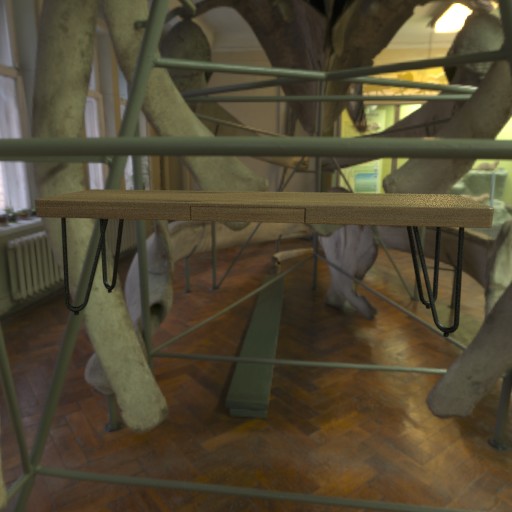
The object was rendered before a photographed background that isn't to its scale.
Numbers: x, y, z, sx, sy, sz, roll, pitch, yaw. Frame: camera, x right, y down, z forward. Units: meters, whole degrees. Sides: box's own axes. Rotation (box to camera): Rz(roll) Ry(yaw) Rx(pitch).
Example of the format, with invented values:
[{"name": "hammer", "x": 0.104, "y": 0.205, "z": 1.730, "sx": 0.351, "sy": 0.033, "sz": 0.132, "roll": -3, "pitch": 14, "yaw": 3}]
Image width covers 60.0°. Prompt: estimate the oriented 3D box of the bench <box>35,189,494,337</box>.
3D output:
[{"name": "bench", "x": 0.000, "y": 0.000, "z": 1.740, "sx": 1.570, "sy": 0.462, "sz": 0.425, "roll": 2, "pitch": 14, "yaw": 8}]
